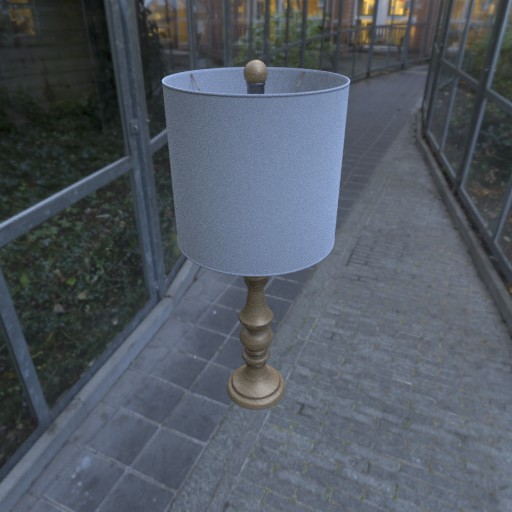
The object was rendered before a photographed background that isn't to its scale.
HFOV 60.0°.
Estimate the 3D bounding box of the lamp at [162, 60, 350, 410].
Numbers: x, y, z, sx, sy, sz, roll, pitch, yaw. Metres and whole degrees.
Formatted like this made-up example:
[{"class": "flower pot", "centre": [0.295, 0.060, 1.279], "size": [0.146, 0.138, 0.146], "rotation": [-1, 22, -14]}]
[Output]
[{"class": "lamp", "centre": [0.000, 0.000, 0.735], "size": [0.250, 0.597, 0.250], "rotation": [20, 35, 32]}]
